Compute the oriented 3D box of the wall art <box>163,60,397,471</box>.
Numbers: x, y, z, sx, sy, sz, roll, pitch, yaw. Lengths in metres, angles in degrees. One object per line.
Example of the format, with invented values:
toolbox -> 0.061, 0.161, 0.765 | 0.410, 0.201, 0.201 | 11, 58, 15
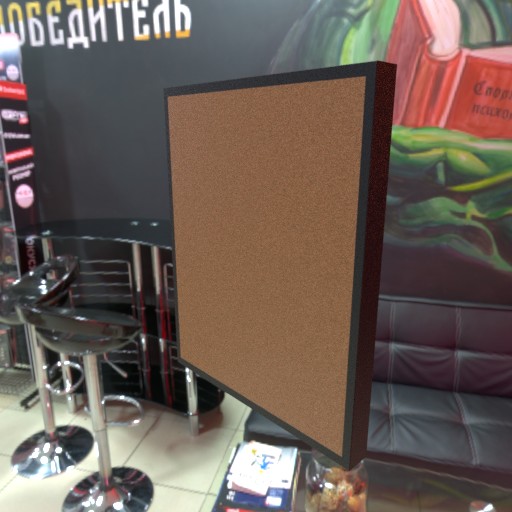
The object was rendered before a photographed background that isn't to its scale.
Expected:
wall art -> 0.000, 0.000, 0.494 | 0.030, 0.369, 0.294 | -14, 21, -42
